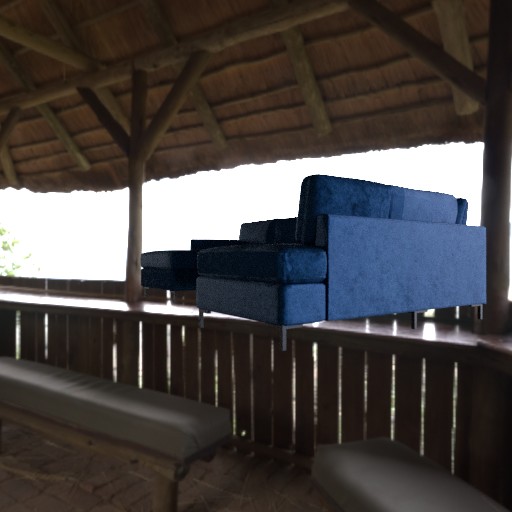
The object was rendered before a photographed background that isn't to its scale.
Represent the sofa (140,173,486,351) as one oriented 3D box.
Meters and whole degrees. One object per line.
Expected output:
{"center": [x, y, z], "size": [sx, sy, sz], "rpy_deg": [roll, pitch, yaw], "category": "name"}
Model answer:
{"center": [0.000, 0.000, 4.268], "size": [2.055, 0.992, 3.434], "rpy_deg": [0, 0, -35], "category": "sofa"}
